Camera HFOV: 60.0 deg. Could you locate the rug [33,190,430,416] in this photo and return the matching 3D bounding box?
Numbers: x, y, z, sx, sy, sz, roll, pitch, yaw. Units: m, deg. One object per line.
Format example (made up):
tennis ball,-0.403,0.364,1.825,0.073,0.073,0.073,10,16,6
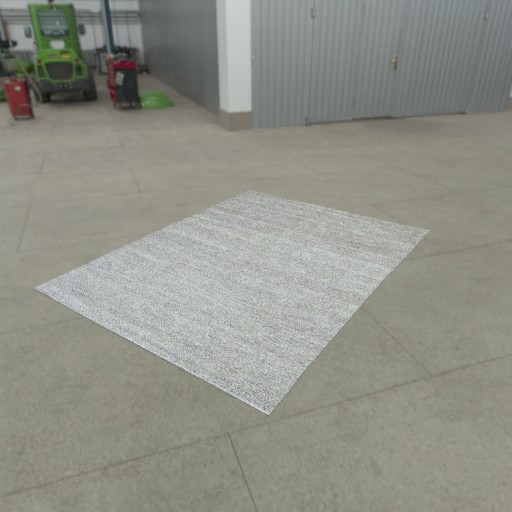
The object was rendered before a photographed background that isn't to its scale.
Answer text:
rug,0.000,0.000,4.323,2.434,0.045,3.202,18,32,31
